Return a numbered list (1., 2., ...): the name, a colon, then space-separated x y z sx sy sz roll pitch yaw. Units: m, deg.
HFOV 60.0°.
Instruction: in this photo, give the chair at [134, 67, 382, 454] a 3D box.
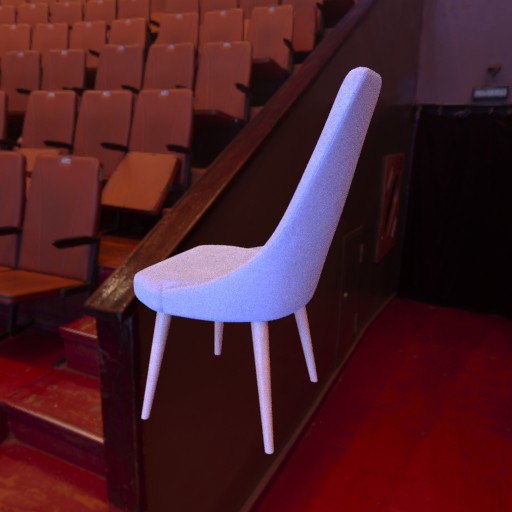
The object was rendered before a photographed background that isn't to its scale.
1. chair: 0.000 0.000 1.377 0.660 1.040 0.510 7 17 24
